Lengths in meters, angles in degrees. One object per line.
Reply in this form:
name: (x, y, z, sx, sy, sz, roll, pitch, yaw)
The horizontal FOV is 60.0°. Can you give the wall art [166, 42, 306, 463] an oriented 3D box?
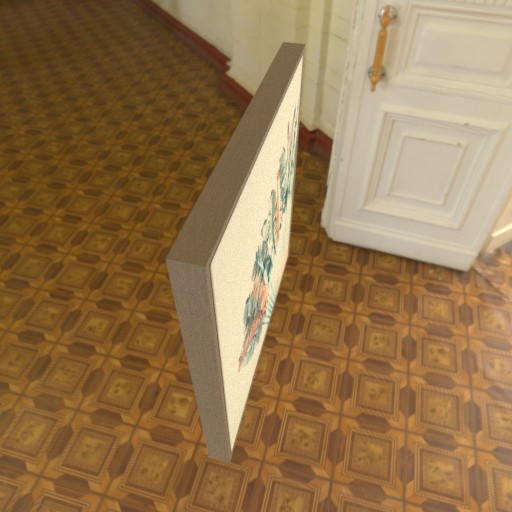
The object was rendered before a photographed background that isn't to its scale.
wall art: (0.000, 0.000, 0.750, 0.038, 0.506, 0.508, 11, 48, 10)
